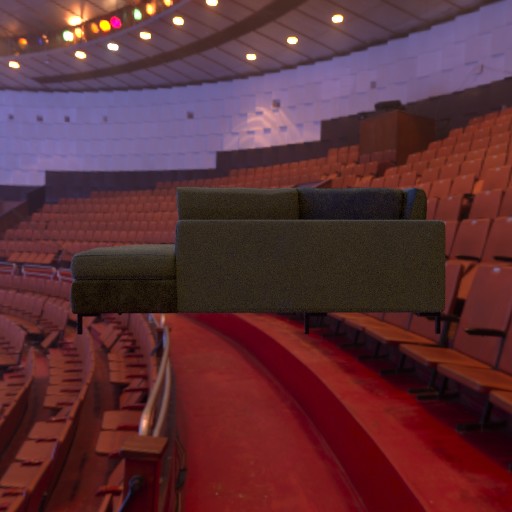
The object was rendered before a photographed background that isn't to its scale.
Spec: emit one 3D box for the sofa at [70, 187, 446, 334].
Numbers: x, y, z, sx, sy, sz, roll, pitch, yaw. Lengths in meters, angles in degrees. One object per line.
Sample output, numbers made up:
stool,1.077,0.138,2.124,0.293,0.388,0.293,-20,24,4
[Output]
sofa,0.000,0.000,3.210,1.707,0.687,2.486,0,1,-1
